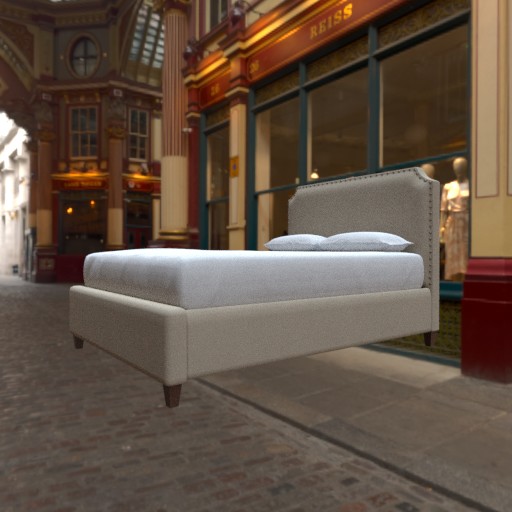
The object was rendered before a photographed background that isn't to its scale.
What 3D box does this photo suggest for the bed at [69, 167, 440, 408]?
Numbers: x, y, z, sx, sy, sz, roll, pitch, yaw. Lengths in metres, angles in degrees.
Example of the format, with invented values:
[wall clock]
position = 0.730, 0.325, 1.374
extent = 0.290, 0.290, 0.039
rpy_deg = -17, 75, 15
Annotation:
[bed]
position = 0.000, 0.000, 3.433
extent = 2.329, 1.415, 1.703
rpy_deg = -1, 1, -37
